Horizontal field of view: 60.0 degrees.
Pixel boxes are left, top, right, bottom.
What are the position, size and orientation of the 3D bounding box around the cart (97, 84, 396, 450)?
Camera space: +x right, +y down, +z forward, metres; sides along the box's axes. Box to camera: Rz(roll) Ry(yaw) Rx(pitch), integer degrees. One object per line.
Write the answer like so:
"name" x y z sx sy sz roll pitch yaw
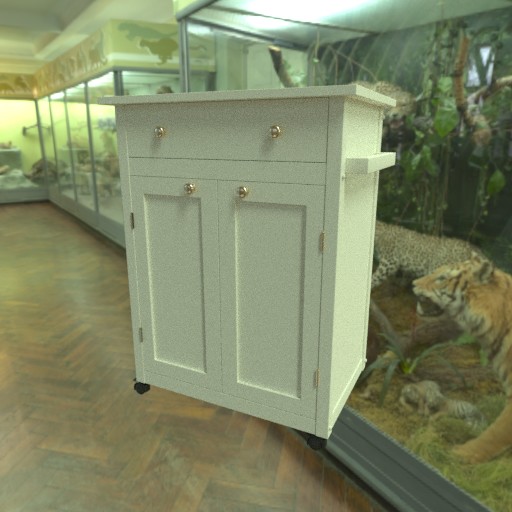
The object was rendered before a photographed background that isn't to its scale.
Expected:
"cart" 0.000 0.000 1.286 0.683 0.864 0.442 7 17 25
